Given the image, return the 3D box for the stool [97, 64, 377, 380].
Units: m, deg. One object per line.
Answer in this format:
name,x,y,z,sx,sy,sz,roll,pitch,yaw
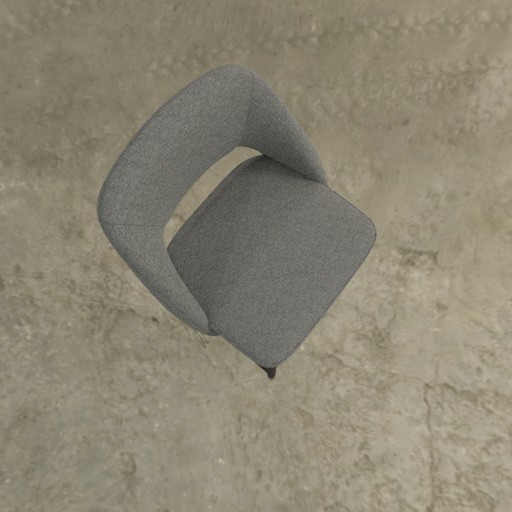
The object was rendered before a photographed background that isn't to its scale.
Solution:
stool,0.000,0.000,1.250,0.524,0.925,0.536,38,78,9
